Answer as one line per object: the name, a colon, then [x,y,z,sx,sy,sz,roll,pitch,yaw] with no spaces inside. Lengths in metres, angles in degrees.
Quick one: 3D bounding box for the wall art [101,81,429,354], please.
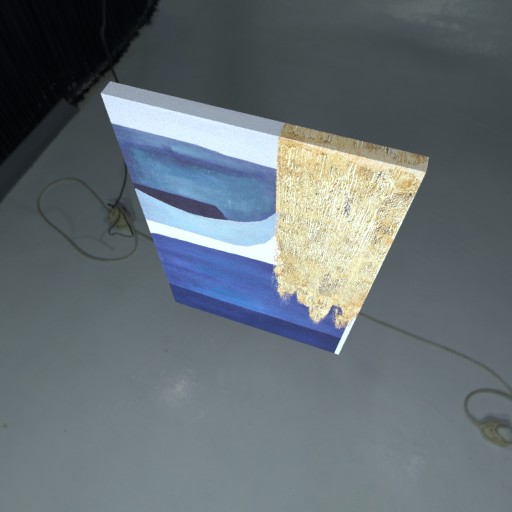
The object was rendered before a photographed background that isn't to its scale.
wall art: [0.000,0.000,1.183,0.607,0.911,0.039,16,60,10]
